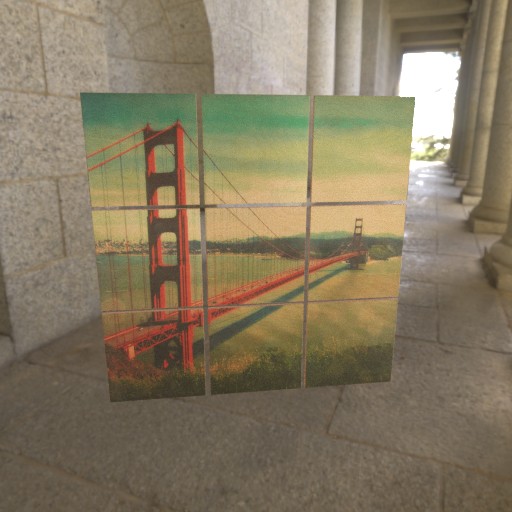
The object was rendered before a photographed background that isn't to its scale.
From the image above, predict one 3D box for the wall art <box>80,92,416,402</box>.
[{"bbox_3d":[0.000,0.000,1.759,1.217,1.207,0.016,-2,15,-7],"label":"wall art"}]
